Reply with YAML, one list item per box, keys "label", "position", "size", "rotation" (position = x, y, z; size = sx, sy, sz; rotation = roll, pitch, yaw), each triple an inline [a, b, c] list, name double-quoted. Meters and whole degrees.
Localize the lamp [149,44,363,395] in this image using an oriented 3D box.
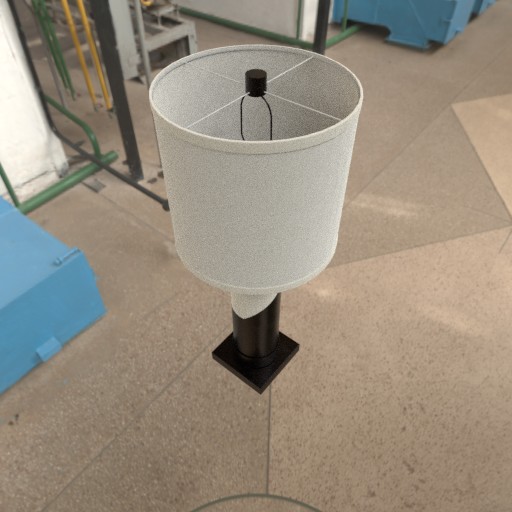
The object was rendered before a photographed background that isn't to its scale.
- label: "lamp"
  position: [0.000, 0.000, 0.613]
  size: [0.211, 0.509, 0.211]
  rotation: [30, 53, 26]
